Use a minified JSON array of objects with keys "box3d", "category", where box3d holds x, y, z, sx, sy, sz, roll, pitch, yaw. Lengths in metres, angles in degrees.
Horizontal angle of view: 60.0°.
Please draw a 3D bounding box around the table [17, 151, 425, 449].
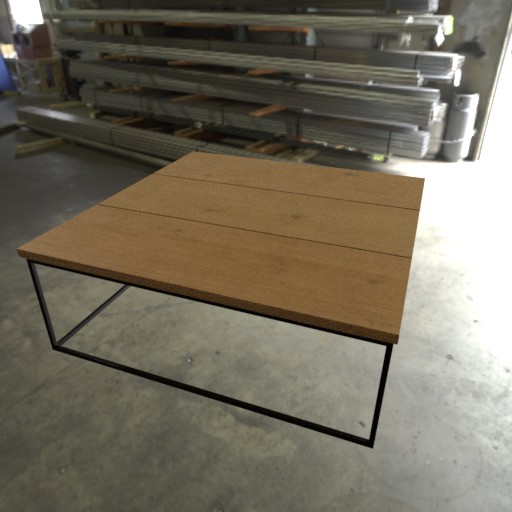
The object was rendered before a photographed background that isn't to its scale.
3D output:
[{"box3d":[0.000,0.000,1.687,1.100,0.400,1.100,11,31,18],"category":"table"}]
